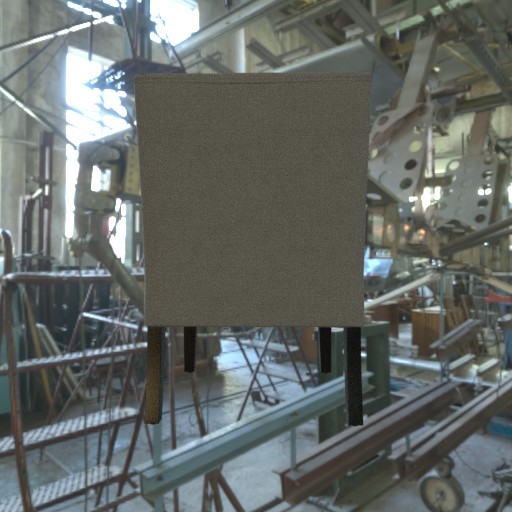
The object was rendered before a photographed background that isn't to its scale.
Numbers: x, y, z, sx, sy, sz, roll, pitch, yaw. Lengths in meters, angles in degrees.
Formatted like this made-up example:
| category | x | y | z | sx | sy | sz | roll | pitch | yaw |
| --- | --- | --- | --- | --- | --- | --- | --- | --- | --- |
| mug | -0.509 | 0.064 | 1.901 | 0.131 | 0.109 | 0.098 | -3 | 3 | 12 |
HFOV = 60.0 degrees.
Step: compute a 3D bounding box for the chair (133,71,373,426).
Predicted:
| category | x | y | z | sx | sy | sz | roll | pitch | yaw |
| --- | --- | --- | --- | --- | --- | --- | --- | --- | --- |
| chair | 0.000 | 0.000 | 1.334 | 0.569 | 0.853 | 0.676 | 0 | -1 | 1 |
